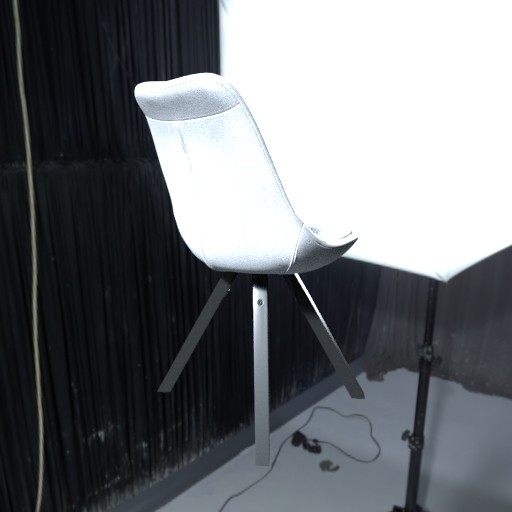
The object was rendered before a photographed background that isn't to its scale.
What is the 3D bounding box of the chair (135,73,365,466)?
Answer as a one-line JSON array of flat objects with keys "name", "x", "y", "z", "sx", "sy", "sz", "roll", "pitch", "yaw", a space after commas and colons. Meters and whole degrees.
[{"name": "chair", "x": 0.000, "y": 0.000, "z": 1.188, "sx": 0.550, "sy": 0.850, "sz": 0.485, "roll": -14, "pitch": 21, "yaw": -42}]
